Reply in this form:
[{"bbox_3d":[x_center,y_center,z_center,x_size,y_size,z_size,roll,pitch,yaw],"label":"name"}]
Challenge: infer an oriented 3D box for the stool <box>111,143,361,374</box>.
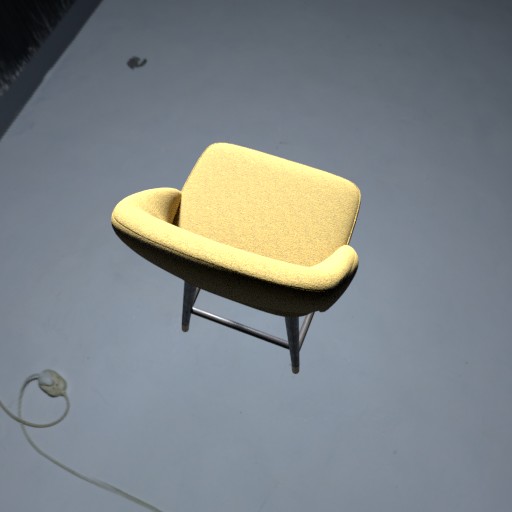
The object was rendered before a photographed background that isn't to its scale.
[{"bbox_3d":[0.000,0.000,1.280,0.536,0.939,0.522,19,66,9],"label":"stool"}]
